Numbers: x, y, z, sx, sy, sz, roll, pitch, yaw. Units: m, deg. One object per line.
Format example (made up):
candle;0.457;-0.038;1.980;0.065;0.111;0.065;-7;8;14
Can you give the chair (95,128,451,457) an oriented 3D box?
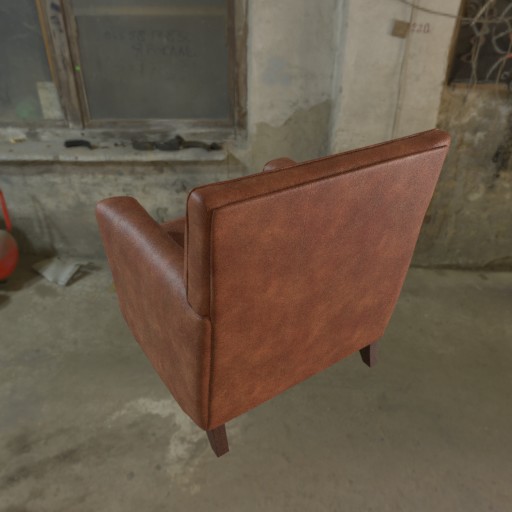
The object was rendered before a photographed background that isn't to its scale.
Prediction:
chair;0.000;0.000;1.575;0.870;0.943;0.823;-20;36;-29
